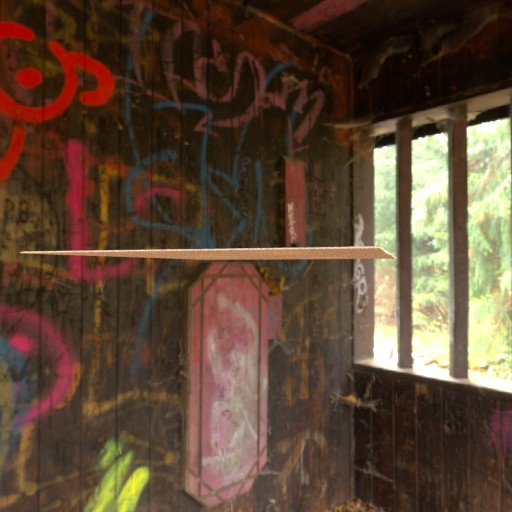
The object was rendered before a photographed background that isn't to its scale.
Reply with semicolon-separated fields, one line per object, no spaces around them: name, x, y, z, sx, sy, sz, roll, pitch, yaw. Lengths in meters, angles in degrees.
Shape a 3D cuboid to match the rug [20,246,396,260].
rug;0.000;0.000;4.099;2.406;0.012;3.034;0;-1;19
